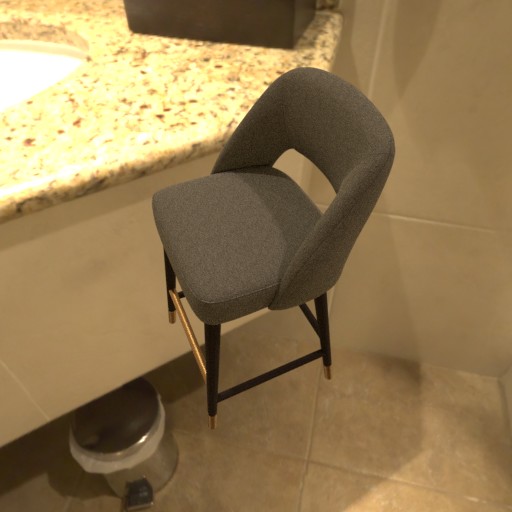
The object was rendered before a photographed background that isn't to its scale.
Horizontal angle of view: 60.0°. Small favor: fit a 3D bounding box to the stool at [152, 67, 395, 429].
[{"bbox_3d":[0.000,0.000,1.283,0.524,0.925,0.536,-18,48,-16],"label":"stool"}]
